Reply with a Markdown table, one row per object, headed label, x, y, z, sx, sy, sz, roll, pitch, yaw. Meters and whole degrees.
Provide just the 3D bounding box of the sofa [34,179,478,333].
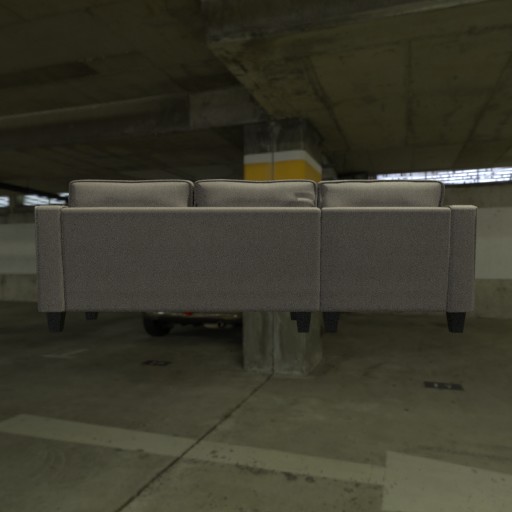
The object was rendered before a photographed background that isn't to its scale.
| label | x | y | z | sx | sy | sz | roll | pitch | yaw |
| --- | --- | --- | --- | --- | --- | --- | --- | --- | --- |
| sofa | 0.000 | 0.000 | 3.186 | 2.561 | 0.928 | 1.294 | 0 | -1 | 0 |
